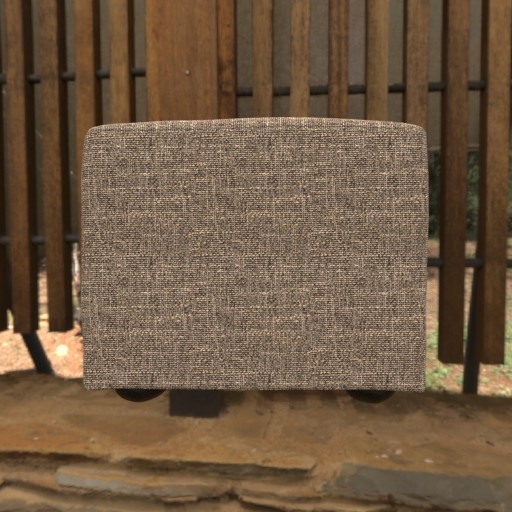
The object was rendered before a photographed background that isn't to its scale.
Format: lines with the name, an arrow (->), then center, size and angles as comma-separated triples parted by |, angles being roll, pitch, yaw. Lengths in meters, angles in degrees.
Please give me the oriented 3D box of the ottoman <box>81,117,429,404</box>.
ottoman -> 0.000, 0.000, 0.891 | 0.512, 0.453, 0.521 | 0, 2, 1
